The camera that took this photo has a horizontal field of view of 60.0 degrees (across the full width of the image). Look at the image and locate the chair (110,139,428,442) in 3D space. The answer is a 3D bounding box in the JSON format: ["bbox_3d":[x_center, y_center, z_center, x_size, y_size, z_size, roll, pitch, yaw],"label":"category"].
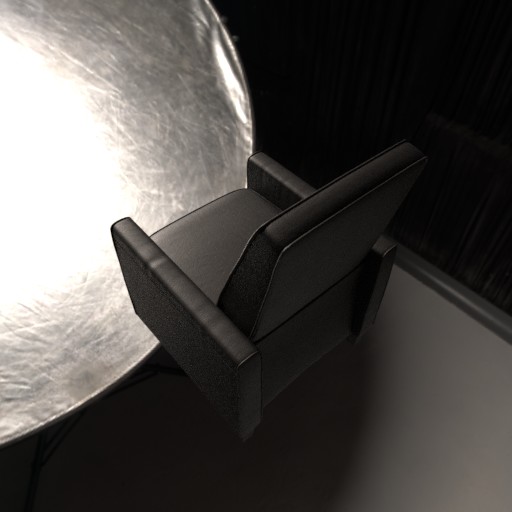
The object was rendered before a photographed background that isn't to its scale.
[{"bbox_3d":[0.000,0.000,1.526,0.705,1.013,0.746,-32,54,-27],"label":"chair"}]
